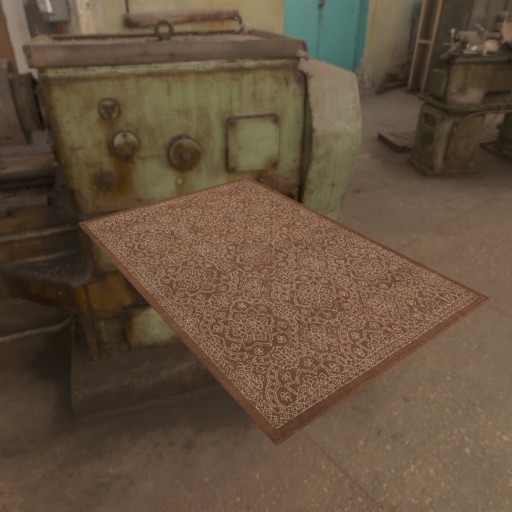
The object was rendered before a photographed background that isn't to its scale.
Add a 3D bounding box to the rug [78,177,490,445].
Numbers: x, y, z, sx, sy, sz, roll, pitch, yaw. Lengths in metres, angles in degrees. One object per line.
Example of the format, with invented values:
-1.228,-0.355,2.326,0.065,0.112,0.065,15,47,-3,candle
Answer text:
0.000,0.000,2.265,1.219,0.010,1.829,-21,37,-31,rug
